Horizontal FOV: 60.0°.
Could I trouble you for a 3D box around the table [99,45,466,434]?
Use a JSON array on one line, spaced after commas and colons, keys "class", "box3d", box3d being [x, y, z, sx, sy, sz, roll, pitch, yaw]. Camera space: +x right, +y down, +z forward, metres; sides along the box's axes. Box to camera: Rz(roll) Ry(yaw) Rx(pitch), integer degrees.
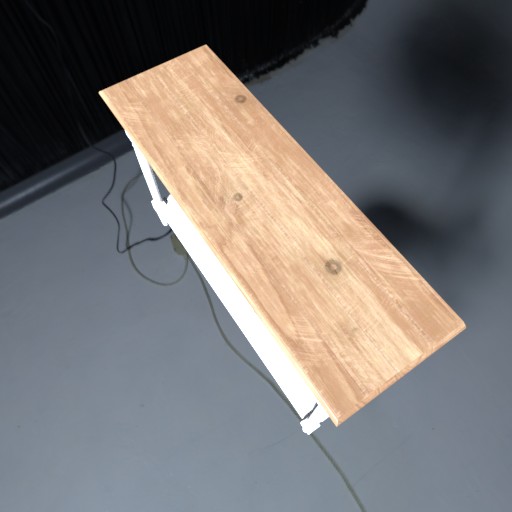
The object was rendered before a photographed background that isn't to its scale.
[{"class": "table", "box3d": [0.000, 0.000, 1.593, 0.399, 0.800, 1.219, -31, 67, -15]}]
